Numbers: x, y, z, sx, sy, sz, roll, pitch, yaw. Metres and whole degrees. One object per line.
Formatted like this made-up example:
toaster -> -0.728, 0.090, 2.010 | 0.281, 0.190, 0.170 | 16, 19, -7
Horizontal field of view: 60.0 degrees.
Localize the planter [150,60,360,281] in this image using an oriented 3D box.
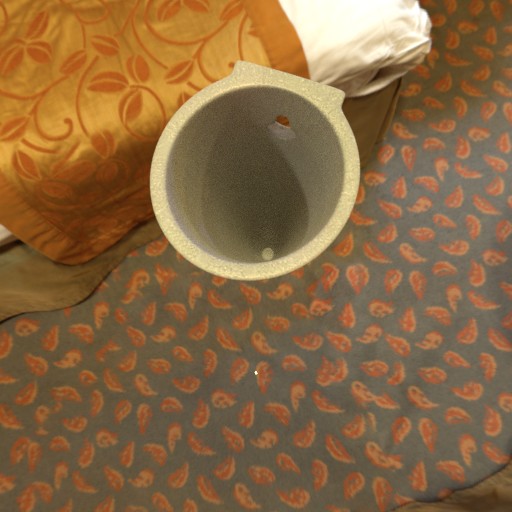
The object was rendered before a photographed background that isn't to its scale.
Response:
planter -> 0.000, 0.000, 0.214 | 0.057, 0.191, 0.064 | 19, 76, 5
